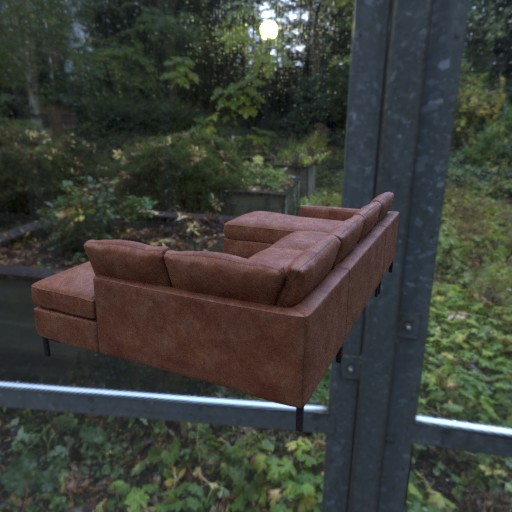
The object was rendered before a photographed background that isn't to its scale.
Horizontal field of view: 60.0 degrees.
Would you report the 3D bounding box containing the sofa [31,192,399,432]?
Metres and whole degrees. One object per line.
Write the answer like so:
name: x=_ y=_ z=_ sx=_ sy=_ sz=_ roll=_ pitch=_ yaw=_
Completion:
sofa: x=0.000 y=0.000 z=3.817 sx=1.939 sy=0.900 sz=2.956 roll=8 pitch=18 yaw=24
